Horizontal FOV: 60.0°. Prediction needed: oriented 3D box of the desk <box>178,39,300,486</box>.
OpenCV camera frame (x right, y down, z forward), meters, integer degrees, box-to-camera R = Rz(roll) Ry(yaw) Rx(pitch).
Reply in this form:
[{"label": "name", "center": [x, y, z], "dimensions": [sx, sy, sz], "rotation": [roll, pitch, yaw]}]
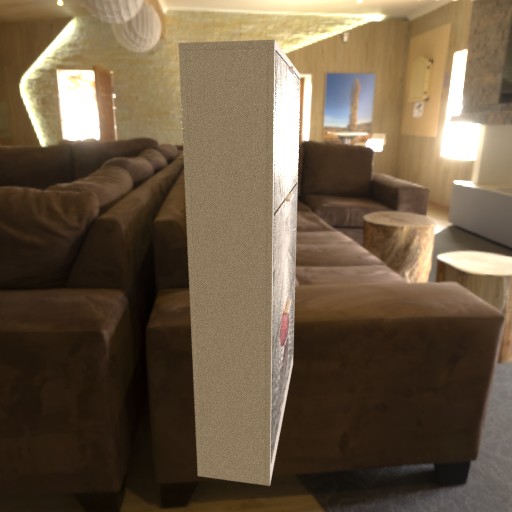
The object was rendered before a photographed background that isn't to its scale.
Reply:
[{"label": "desk", "center": [0.000, 0.000, 1.587], "dimensions": [0.250, 1.280, 0.750], "rotation": [3, 17, 10]}]
